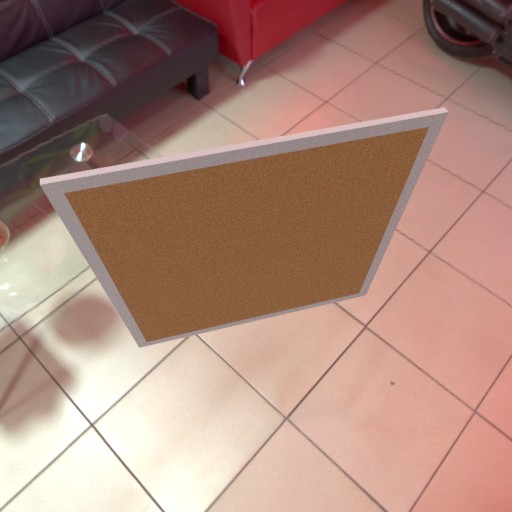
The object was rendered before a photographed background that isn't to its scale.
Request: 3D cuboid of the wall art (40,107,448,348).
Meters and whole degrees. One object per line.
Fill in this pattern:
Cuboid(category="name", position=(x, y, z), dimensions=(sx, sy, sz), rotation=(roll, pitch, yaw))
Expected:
Cuboid(category="wall art", position=(0.000, 0.000, 0.676), dimensions=(0.456, 0.457, 0.009), rotation=(-12, 58, -8))
